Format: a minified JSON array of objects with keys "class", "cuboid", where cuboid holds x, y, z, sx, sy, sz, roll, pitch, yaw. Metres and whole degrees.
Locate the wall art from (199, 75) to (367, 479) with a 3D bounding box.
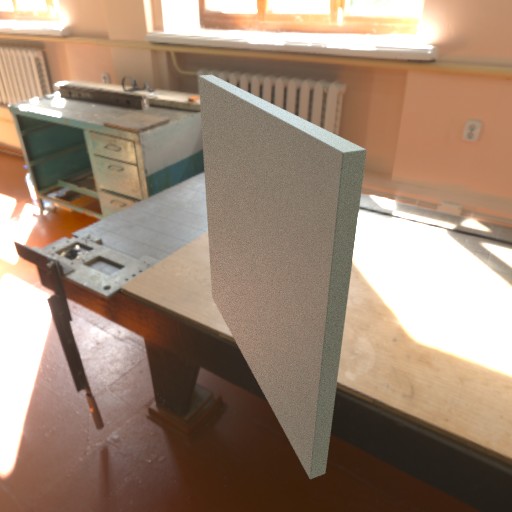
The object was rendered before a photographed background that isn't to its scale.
[{"class":"wall art","cuboid":[0.000,0.000,1.131,0.040,0.762,0.762,-11,32,-19]}]
